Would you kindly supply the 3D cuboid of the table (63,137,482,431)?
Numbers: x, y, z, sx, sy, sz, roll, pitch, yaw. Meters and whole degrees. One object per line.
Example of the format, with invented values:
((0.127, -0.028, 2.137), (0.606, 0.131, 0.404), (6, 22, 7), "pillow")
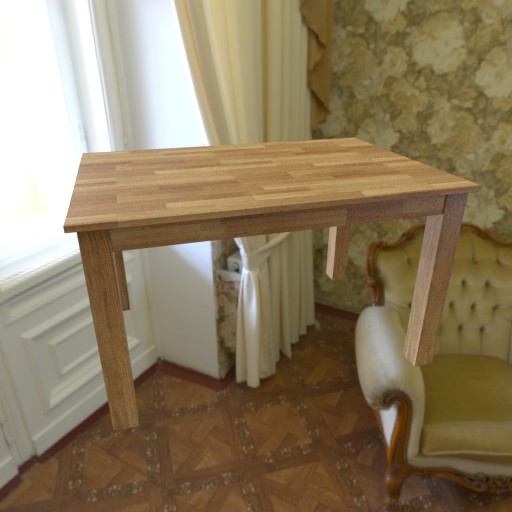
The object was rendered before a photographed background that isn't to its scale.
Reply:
((0.000, 0.000, 1.855), (1.300, 0.750, 0.900), (-7, 26, -15), "table")
